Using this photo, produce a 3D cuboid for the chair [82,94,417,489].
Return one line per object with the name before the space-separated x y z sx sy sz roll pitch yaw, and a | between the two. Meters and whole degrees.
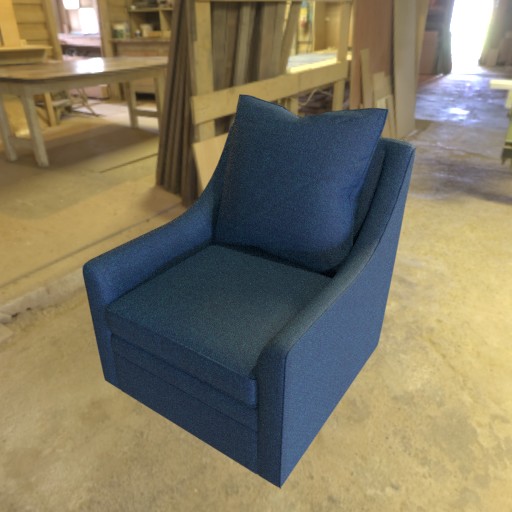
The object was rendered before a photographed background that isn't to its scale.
chair | 0.000 0.000 1.529 0.750 0.939 0.870 18 33 30
